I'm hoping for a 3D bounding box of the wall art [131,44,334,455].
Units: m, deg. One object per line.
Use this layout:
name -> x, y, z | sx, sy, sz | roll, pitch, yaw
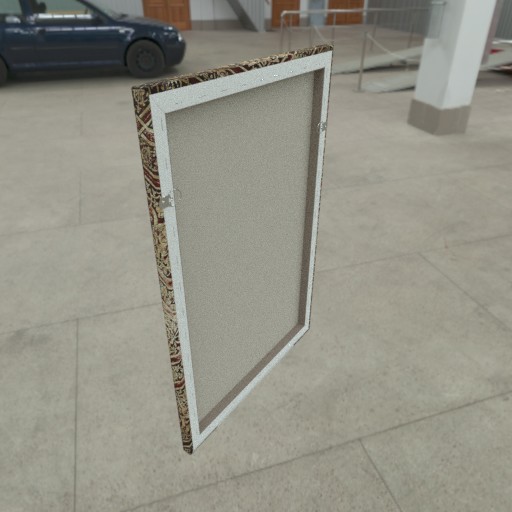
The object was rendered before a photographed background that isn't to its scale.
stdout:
wall art -> 0.000, 0.000, 1.110 | 0.030, 0.904, 0.599 | 22, 38, 30
